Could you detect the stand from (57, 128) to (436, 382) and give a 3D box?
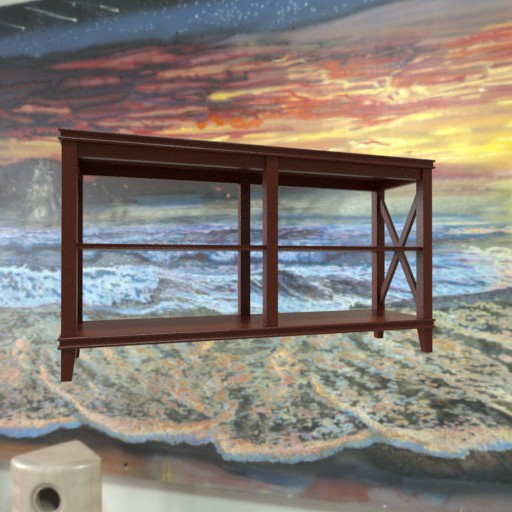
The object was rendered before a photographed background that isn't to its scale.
[{"bbox_3d":[0.000,0.000,1.715,1.372,0.762,0.381,0,0,-18],"label":"stand"}]
